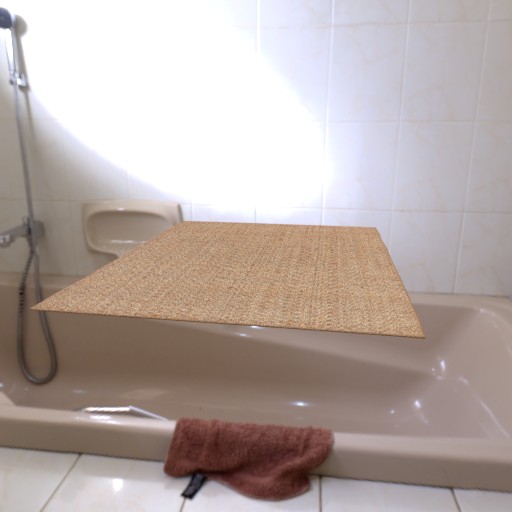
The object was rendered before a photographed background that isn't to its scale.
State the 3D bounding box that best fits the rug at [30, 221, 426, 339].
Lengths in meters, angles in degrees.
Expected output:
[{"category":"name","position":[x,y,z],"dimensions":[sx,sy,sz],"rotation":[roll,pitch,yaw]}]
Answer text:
[{"category":"rug","position":[0.000,0.000,4.072],"dimensions":[2.439,0.013,3.048],"rotation":[3,16,9]}]
